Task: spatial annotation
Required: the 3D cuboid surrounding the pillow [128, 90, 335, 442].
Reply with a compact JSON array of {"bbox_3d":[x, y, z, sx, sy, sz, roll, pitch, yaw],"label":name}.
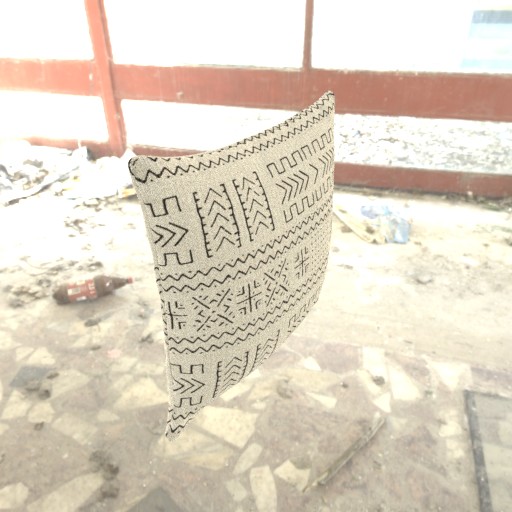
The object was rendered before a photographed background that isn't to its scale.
[{"bbox_3d":[0.000,0.000,0.689,0.164,0.430,0.438,20,36,30],"label":"pillow"}]
